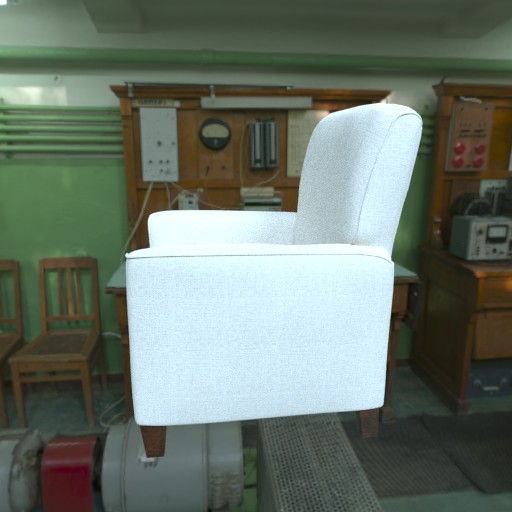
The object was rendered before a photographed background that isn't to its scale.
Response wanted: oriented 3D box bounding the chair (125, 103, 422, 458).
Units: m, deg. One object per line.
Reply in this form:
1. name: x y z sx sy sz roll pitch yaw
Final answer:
1. chair: 0.000 0.000 1.602 0.858 1.028 0.841 -2 14 -8
